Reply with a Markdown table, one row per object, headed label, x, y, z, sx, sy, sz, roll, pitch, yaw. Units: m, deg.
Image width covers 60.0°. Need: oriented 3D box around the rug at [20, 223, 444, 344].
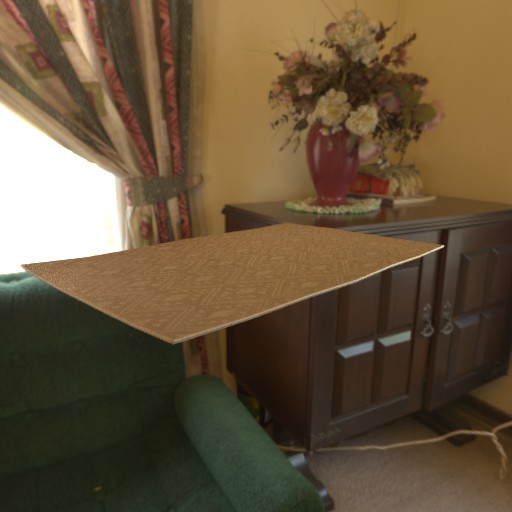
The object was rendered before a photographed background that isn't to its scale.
| label | x | y | z | sx | sy | sz | roll | pitch | yaw |
| --- | --- | --- | --- | --- | --- | --- | --- | --- | --- |
| rug | 0.000 | 0.000 | 2.954 | 1.553 | 0.053 | 2.430 | 13 | 18 | 43 |
